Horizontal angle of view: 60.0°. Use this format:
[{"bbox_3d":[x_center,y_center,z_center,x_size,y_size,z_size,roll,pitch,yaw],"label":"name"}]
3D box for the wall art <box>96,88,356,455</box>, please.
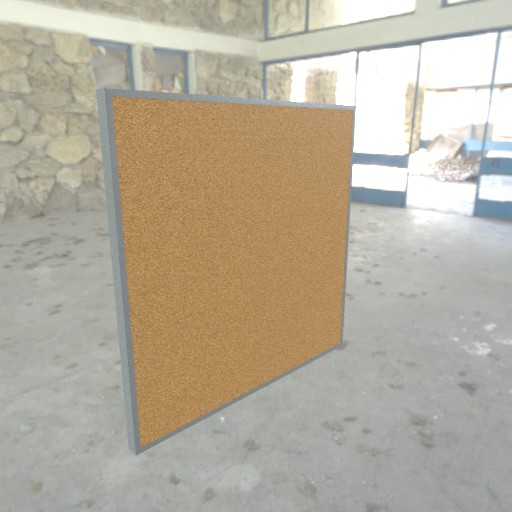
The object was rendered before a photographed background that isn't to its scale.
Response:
[{"bbox_3d":[0.000,0.000,1.209,0.809,0.807,0.038,-14,21,-41],"label":"wall art"}]
